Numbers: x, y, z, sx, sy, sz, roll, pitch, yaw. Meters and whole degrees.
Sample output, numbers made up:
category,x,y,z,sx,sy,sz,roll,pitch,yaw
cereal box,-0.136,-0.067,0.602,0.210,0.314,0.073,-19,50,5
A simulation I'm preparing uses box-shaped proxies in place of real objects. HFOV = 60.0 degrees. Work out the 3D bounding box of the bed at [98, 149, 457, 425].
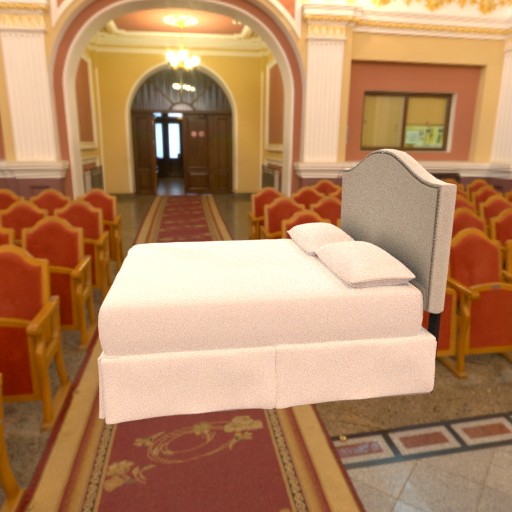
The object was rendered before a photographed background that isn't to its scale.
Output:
category,x,y,z,sx,sy,sz,roll,pitch,yaw
bed,0.000,0.000,3.435,2.180,1.607,1.813,-2,14,-8
